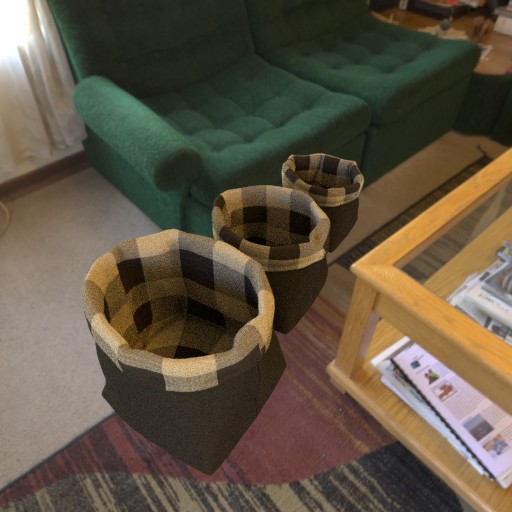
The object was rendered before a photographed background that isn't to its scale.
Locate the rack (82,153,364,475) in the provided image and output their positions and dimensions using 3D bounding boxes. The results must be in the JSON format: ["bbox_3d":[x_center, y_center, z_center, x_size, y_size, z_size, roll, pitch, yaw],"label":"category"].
[{"bbox_3d":[0.000,0.000,1.078,0.370,0.329,0.889,24,51,21],"label":"rack"}]
